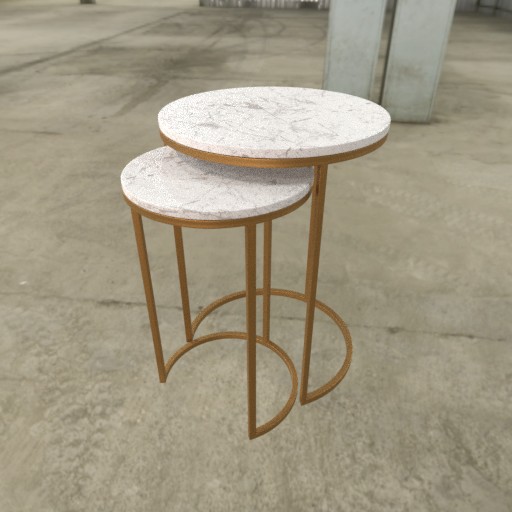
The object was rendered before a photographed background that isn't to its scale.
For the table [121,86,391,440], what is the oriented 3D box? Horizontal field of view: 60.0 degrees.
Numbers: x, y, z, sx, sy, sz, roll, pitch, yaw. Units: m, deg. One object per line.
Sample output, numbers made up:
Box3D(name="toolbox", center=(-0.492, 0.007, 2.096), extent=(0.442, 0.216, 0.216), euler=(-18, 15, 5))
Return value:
Box3D(name="table", center=(0.000, 0.000, 0.892), extent=(0.400, 0.550, 0.507), euler=(21, 38, 29))
